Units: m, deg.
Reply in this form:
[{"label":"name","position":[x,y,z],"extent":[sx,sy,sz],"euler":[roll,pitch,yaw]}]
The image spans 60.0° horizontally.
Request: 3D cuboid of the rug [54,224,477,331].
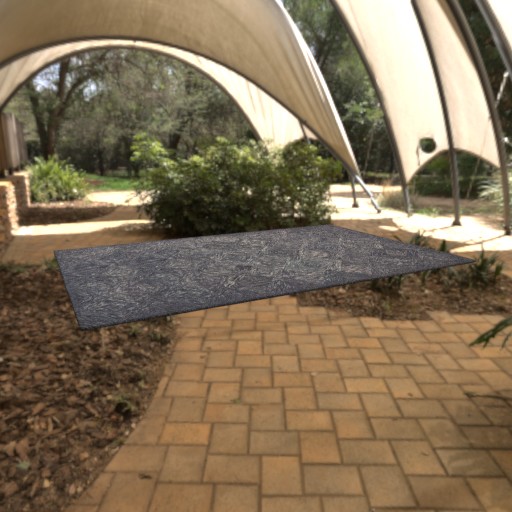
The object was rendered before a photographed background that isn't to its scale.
[{"label":"rug","position":[0.000,0.000,2.175],"extent":[1.754,0.010,1.139],"euler":[-7,15,-27]}]
